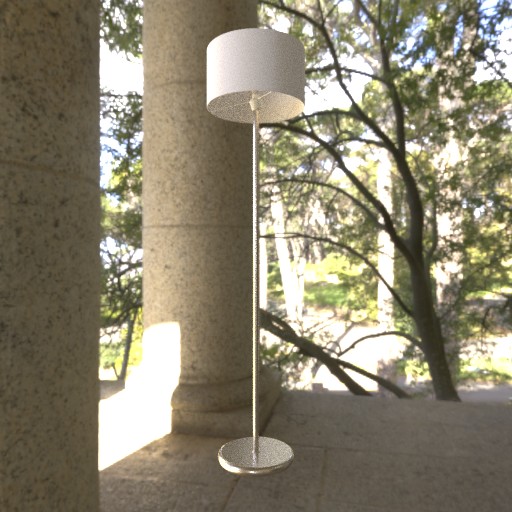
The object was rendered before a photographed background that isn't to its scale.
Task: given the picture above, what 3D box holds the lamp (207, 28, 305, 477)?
[{"bbox_3d":[0.000,0.000,1.577,0.347,1.443,0.347,0,0,-17],"label":"lamp"}]
